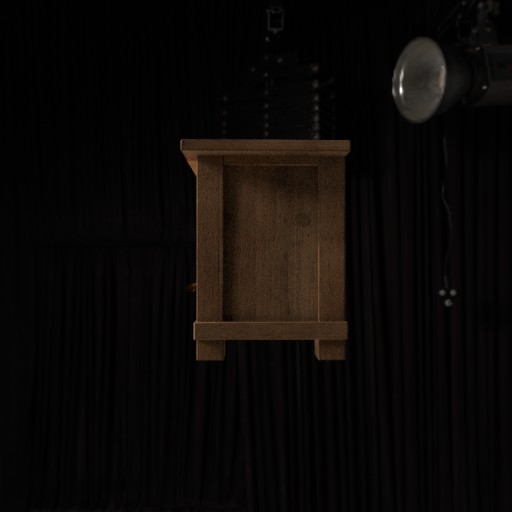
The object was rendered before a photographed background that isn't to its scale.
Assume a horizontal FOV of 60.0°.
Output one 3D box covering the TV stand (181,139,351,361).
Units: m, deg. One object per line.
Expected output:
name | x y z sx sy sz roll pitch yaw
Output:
TV stand | 0.000 0.000 2.025 0.453 0.573 1.804 0 -1 -1
